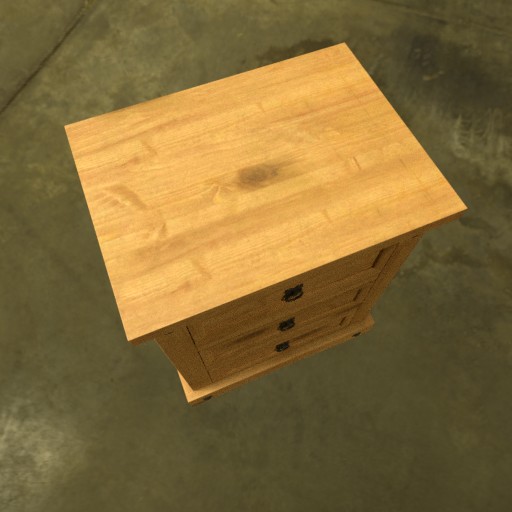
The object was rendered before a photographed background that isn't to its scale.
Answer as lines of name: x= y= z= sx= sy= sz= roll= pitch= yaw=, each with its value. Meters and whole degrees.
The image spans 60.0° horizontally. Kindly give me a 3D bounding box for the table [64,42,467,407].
table: x=0.000 y=0.000 z=1.245 sx=0.660 sy=0.813 sz=0.500 roll=-21 pitch=66 yaw=-10
